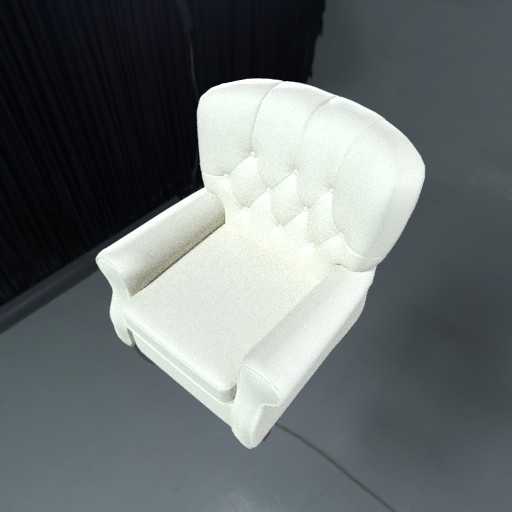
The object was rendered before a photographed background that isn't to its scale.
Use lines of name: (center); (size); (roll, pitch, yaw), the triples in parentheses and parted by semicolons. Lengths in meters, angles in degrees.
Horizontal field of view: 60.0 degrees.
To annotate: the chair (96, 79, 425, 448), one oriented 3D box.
chair: (0.000, 0.000, 1.979); (1.035, 1.169, 1.132); (31, 54, 26)
